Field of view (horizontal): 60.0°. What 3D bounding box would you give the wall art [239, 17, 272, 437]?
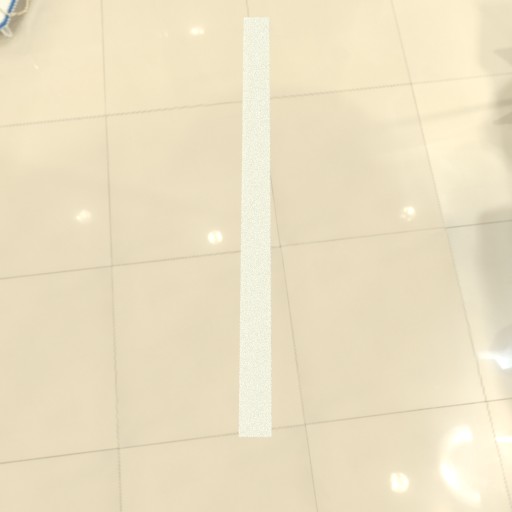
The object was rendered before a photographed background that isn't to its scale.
[{"bbox_3d":[0.000,0.000,0.457,0.020,0.307,0.307,0,76,0],"label":"wall art"}]
